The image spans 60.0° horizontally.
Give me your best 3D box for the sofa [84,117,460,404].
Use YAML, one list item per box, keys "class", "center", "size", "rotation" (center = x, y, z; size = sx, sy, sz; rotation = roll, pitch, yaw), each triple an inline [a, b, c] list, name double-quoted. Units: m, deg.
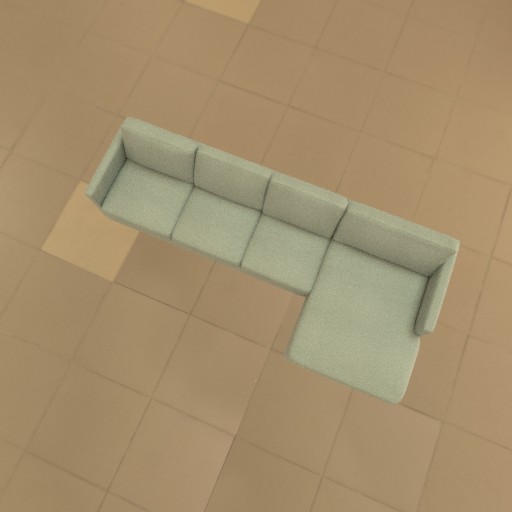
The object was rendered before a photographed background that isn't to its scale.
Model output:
- class: "sofa"
  center: [0.000, 0.000, 4.293]
  size: [3.471, 0.950, 1.604]
  rotation: [22, 75, 6]
